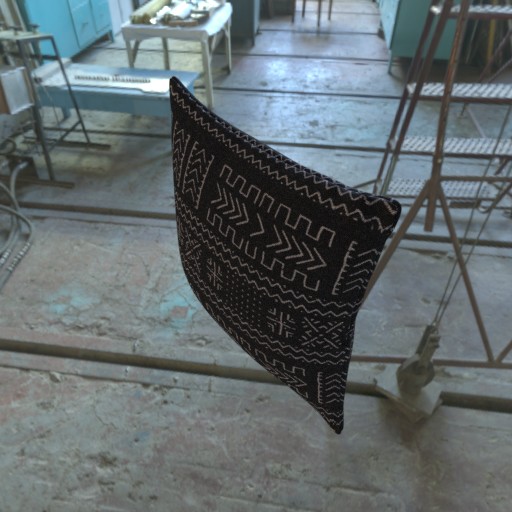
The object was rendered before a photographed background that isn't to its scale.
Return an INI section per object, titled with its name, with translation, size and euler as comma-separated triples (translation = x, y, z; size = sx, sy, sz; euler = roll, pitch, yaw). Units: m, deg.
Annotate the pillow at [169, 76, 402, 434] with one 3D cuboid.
[pillow]
translation = 0.000, 0.000, 0.675
size = 0.164, 0.430, 0.438
euler = -27, 48, -27
